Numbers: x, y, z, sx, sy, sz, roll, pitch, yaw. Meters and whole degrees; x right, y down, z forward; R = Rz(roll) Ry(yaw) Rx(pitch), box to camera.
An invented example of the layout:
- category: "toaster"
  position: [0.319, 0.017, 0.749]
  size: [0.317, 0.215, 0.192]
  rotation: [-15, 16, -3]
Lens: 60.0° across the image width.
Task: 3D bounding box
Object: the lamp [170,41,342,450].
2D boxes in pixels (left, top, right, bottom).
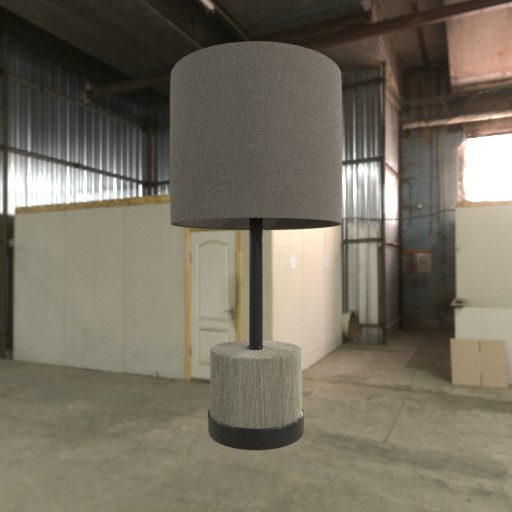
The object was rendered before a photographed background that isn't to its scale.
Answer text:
- category: "lamp"
  position: [0.000, 0.000, 0.598]
  size: [0.229, 0.470, 0.229]
  rotation: [0, 0, -36]
